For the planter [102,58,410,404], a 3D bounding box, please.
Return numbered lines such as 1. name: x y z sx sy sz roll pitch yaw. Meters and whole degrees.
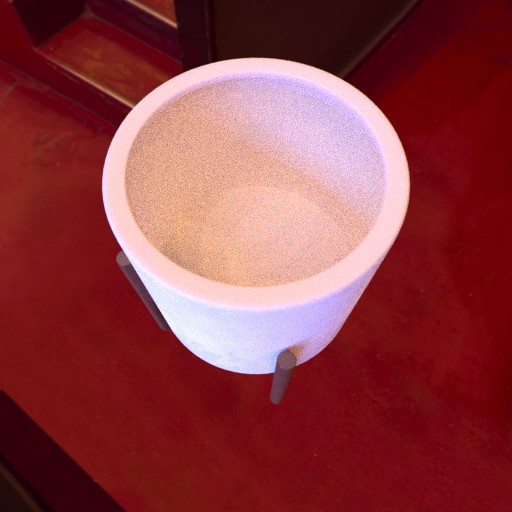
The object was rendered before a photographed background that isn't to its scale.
1. planter: 0.000 0.000 0.868 0.421 0.581 0.420 33 69 15
